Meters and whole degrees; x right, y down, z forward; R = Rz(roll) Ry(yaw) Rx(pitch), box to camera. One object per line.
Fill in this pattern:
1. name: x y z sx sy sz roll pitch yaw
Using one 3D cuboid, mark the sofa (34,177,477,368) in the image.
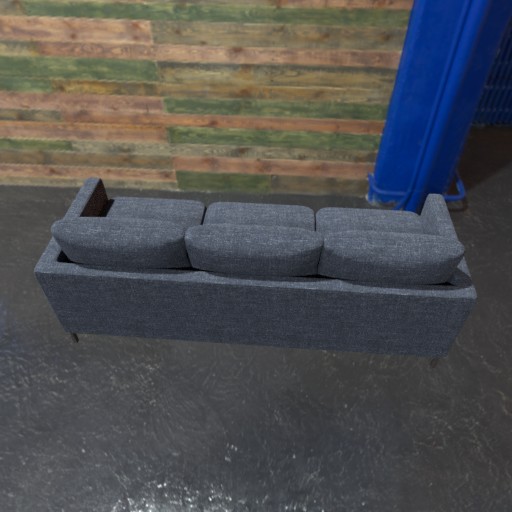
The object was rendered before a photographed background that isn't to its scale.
1. sofa: 0.000 0.000 2.633 2.218 0.874 0.859 3 46 3
